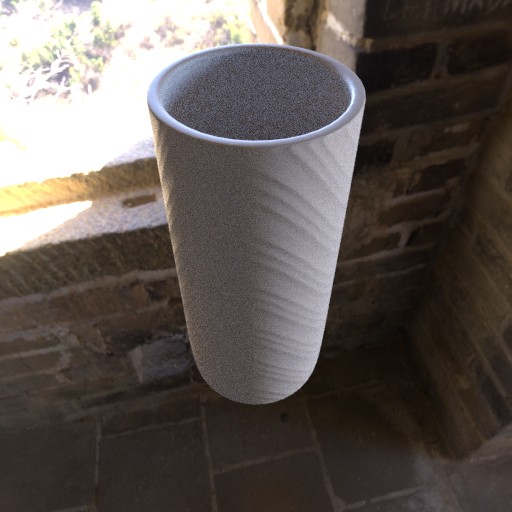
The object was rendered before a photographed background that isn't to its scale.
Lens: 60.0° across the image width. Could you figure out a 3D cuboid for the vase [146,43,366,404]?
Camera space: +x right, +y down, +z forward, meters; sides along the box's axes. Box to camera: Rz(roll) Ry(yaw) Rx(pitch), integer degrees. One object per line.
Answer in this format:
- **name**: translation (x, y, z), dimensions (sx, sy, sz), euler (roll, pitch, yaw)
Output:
- **vase**: translation (0.000, 0.000, 0.396), dimensions (0.143, 0.316, 0.143), euler (0, 47, 0)
